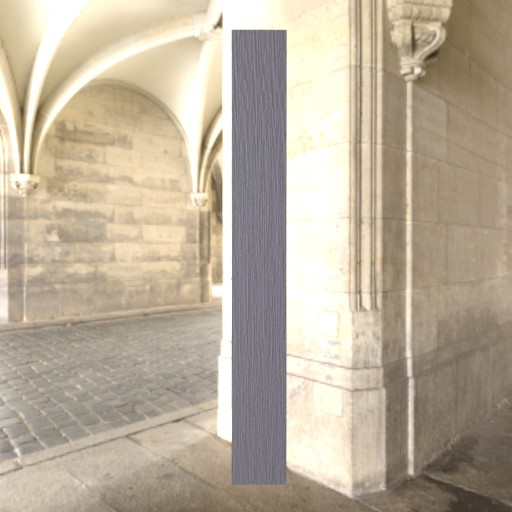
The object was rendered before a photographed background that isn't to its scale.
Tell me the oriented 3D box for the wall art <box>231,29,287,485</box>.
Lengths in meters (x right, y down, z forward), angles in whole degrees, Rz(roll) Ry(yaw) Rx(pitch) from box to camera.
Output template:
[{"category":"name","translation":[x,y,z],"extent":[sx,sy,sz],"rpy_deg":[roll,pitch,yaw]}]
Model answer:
[{"category":"wall art","translation":[0.000,0.000,0.443],"extent":[0.036,0.300,0.302],"rpy_deg":[0,1,-1]}]
